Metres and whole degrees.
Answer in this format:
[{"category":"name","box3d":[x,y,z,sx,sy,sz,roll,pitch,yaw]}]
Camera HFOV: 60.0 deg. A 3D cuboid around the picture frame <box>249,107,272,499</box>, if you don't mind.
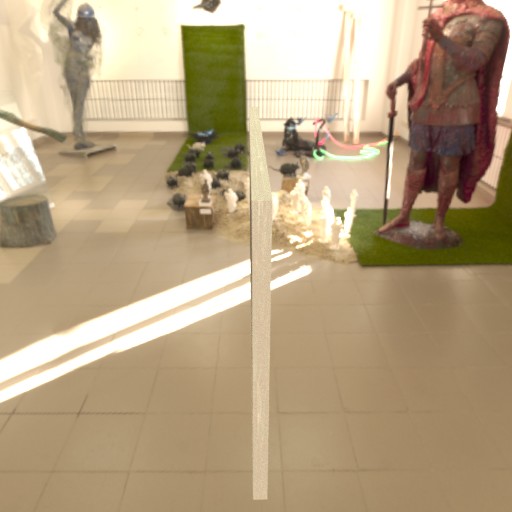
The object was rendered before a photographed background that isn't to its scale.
[{"category":"picture frame","box3d":[0.000,0.000,1.188,0.029,0.640,0.950,0,26,-1]}]
